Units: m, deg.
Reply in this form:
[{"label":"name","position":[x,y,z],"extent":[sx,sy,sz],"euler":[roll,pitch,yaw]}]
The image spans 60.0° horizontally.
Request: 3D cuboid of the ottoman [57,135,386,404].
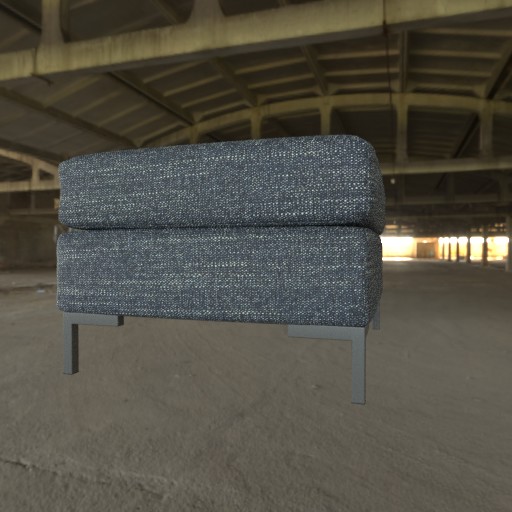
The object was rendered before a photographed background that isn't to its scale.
[{"label":"ottoman","position":[0.000,0.000,1.204],"extent":[0.667,0.491,0.814],"euler":[0,1,17]}]
